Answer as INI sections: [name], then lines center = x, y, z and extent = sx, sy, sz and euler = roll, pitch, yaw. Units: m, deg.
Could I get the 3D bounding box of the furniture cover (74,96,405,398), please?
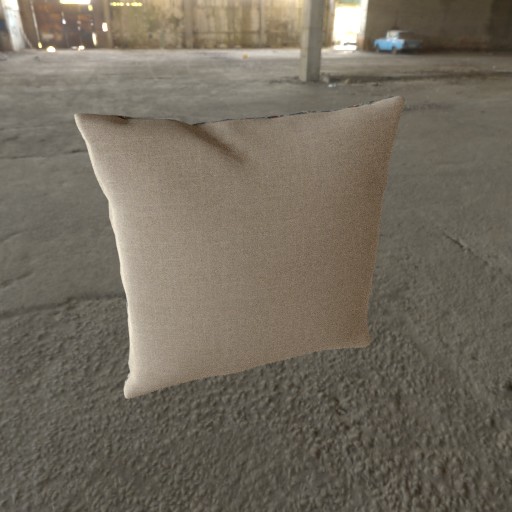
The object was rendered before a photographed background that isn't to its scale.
[furniture cover]
center = 0.000, 0.000, 0.653
extent = 0.431, 0.431, 0.139
euler = -8, 28, -16
